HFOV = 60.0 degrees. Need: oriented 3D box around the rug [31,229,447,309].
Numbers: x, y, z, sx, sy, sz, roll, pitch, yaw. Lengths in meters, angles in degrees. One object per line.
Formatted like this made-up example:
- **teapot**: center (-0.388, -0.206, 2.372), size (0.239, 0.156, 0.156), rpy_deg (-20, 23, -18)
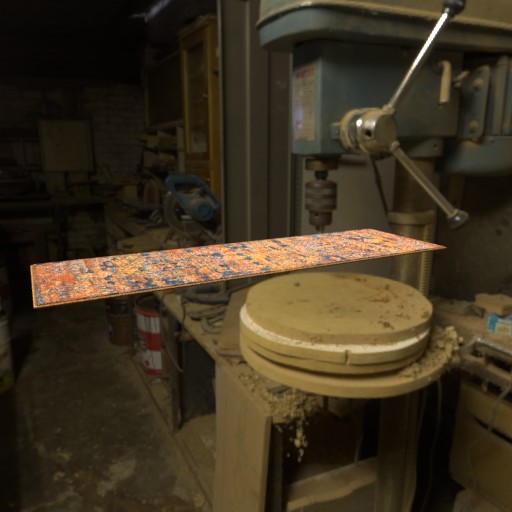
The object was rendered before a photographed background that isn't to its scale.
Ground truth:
- **rug**: center (0.000, 0.000, 2.004), size (1.820, 0.013, 0.556), rpy_deg (-7, 16, -26)
